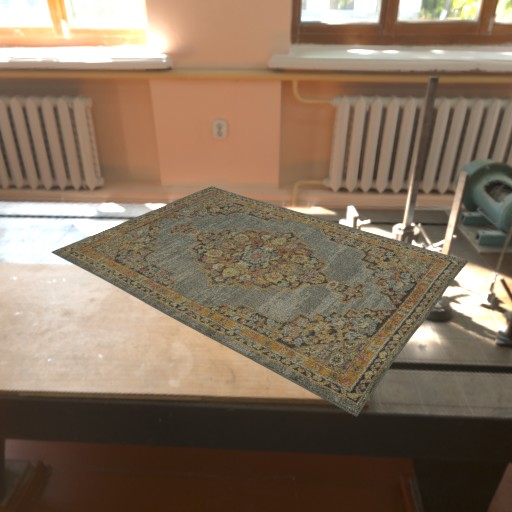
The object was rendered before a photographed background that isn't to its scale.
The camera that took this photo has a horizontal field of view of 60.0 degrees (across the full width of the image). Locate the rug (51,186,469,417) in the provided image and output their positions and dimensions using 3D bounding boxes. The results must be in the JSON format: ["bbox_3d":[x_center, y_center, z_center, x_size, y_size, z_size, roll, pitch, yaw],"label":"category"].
[{"bbox_3d":[0.000,0.000,3.968,3.063,0.024,2.158,21,35,32],"label":"rug"}]
